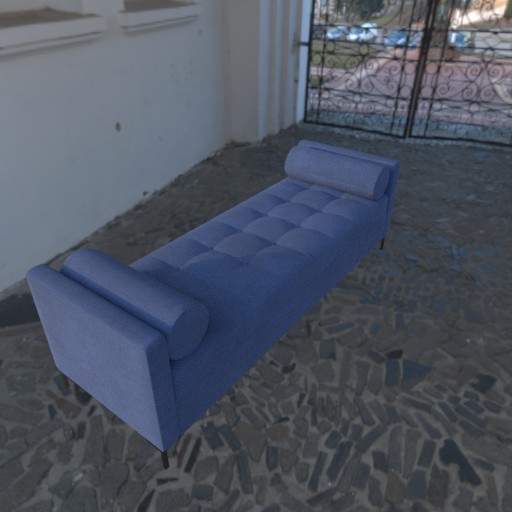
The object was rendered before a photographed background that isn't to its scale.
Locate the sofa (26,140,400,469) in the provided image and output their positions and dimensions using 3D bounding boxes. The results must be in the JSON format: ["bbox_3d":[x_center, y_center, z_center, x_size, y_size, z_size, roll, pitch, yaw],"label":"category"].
[{"bbox_3d":[0.000,0.000,2.305,0.686,0.635,1.981,22,38,31],"label":"sofa"}]
